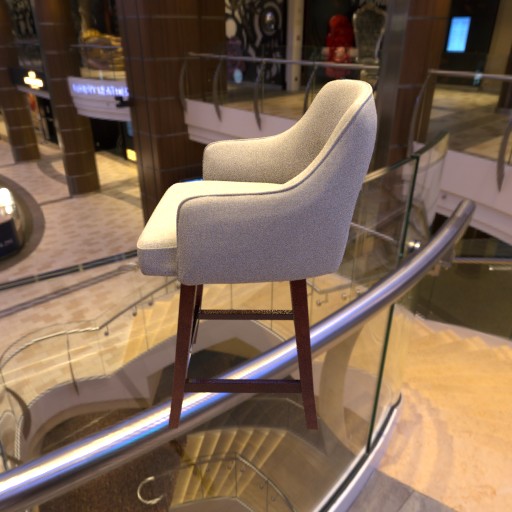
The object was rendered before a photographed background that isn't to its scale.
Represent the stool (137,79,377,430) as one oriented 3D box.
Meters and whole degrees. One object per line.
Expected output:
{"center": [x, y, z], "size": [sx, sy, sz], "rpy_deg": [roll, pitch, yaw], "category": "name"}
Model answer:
{"center": [0.000, 0.000, 1.279], "size": [0.560, 0.936, 0.550], "rpy_deg": [0, 27, 1], "category": "stool"}
